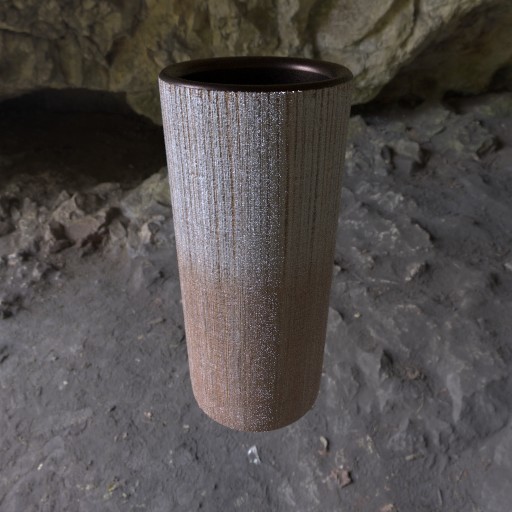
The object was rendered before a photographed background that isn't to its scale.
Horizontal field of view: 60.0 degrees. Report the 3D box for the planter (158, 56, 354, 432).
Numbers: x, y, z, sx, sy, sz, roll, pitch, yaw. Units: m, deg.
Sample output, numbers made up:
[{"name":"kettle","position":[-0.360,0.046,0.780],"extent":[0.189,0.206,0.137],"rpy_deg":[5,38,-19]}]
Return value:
[{"name":"planter","position":[0.000,0.000,0.288],"extent":[0.100,0.227,0.100],"rpy_deg":[-21,37,-30]}]
